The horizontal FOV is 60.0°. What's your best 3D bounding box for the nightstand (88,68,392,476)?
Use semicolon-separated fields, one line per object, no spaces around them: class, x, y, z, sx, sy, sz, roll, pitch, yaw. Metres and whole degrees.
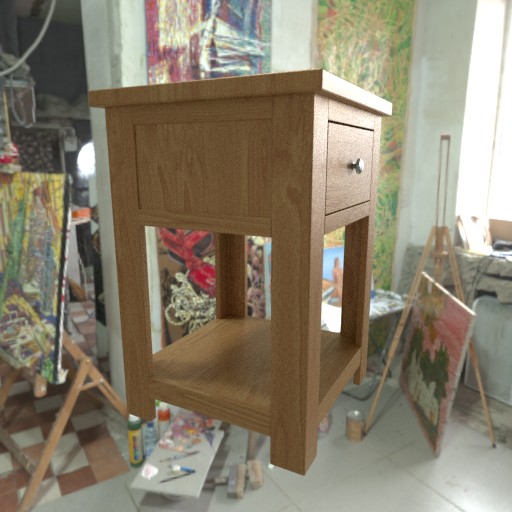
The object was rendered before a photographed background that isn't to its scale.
nightstand;0.000;0.000;0.904;0.418;0.614;0.428;7;14;27
